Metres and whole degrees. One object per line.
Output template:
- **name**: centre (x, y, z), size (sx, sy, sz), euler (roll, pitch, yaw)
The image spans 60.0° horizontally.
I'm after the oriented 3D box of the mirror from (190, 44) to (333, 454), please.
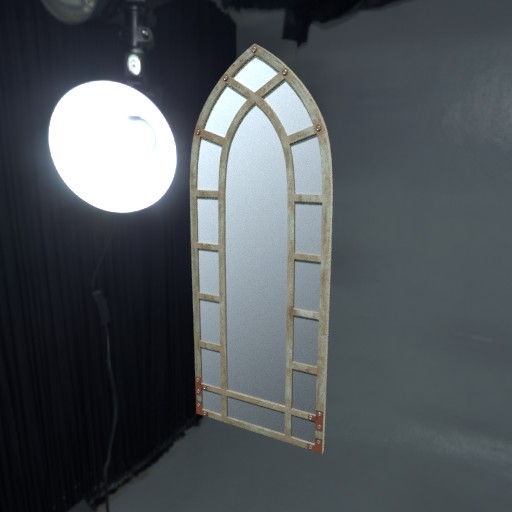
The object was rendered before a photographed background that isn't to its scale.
- **mirror**: centre (0.000, 0.000, 1.329), size (0.464, 1.175, 0.025), euler (7, 14, 27)
